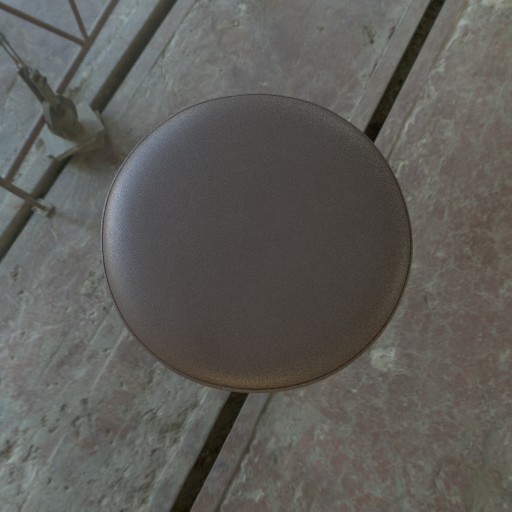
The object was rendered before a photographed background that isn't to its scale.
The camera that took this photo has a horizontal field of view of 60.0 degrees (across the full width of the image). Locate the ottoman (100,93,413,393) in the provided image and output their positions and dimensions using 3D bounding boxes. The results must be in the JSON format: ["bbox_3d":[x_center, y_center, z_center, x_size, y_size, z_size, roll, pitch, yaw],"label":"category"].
[{"bbox_3d":[0.000,0.000,0.864,0.500,0.409,0.500,0,76,0],"label":"ottoman"}]
